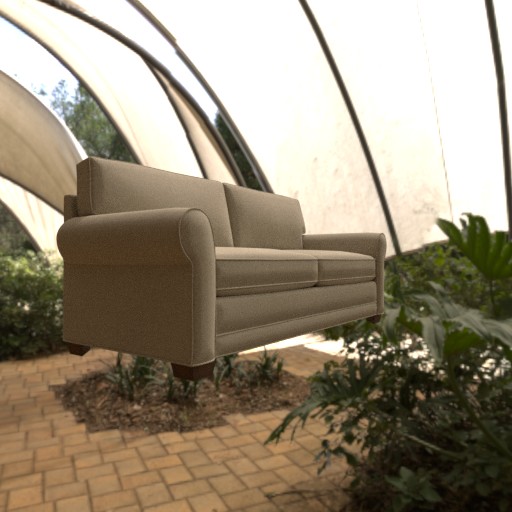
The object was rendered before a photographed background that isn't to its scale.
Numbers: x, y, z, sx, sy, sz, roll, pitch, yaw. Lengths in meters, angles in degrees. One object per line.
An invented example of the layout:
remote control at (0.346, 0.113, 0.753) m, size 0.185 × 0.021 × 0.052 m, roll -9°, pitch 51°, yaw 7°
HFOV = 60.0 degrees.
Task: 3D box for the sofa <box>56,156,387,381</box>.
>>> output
sofa at (0.000, 0.000, 2.708) m, size 0.901 × 0.962 × 2.146 m, roll 0°, pitch -1°, yaw 36°
